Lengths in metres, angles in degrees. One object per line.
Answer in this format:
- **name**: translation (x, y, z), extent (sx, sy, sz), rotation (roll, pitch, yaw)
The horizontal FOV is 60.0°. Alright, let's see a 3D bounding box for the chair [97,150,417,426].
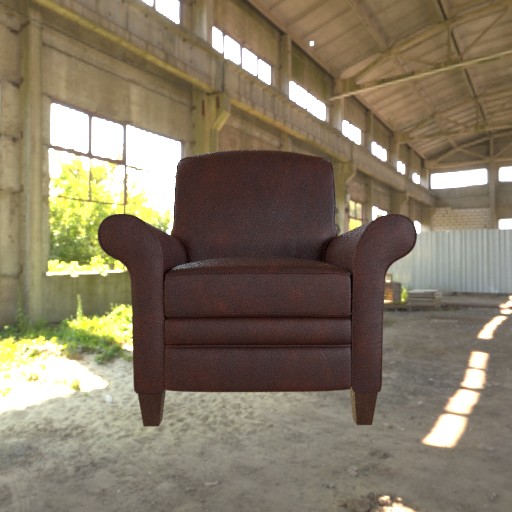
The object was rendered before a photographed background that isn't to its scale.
- **chair**: translation (0.000, 0.000, 1.784), extent (0.978, 1.061, 0.902), rotation (0, -1, -1)
